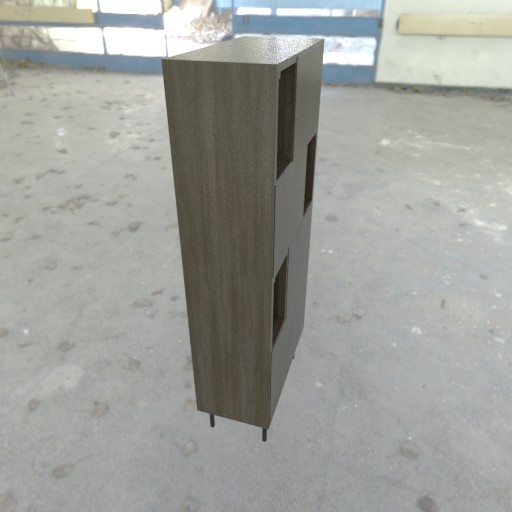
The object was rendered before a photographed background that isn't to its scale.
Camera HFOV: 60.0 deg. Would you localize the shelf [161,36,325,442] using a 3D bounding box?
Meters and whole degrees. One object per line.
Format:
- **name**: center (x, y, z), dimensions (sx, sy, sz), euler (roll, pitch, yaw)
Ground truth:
- **shelf**: center (0.000, 0.000, 1.802), dimensions (0.323, 1.545, 0.670), euler (9, 32, 15)
